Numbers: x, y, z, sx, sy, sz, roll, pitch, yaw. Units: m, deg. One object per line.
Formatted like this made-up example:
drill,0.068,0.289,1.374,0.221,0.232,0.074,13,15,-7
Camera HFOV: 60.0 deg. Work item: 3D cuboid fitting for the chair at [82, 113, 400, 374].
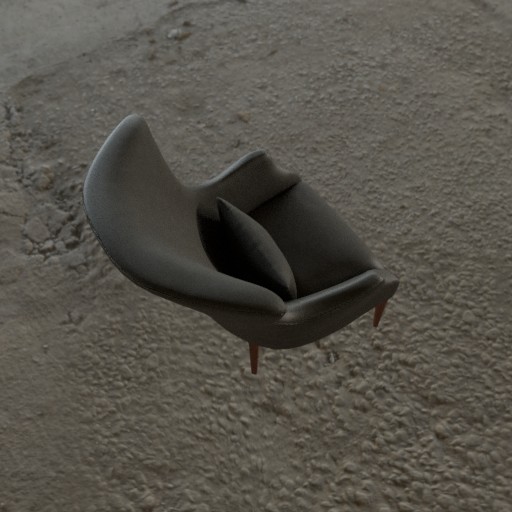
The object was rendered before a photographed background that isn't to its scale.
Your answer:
chair,0.000,0.000,1.691,0.954,1.068,0.819,-30,63,-17
